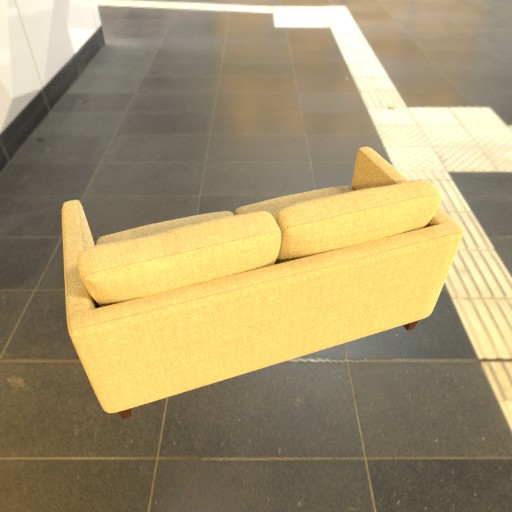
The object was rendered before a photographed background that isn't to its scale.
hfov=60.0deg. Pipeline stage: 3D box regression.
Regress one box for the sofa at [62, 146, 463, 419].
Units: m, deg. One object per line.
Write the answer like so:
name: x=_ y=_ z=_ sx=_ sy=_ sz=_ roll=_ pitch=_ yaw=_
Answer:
sofa: x=0.000 y=0.000 z=2.438 sx=1.884 sy=0.963 sz=0.950 roll=-13 pitch=43 yaw=-15
